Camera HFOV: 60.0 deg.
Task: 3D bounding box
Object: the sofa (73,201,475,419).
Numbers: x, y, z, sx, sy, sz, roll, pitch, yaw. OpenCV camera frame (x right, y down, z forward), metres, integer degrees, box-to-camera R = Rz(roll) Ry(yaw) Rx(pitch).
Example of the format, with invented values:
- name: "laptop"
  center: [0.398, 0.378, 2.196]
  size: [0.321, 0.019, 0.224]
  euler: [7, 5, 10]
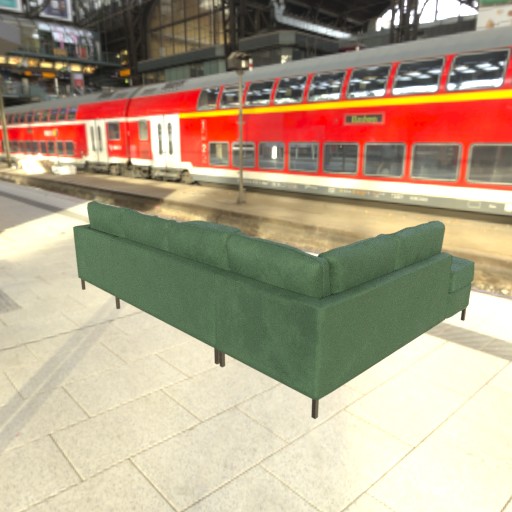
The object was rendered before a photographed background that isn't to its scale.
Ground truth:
- name: "sofa"
  center: [0.000, 0.000, 3.863]
  size: [1.992, 0.861, 2.994]
  euler: [-14, 20, -42]
